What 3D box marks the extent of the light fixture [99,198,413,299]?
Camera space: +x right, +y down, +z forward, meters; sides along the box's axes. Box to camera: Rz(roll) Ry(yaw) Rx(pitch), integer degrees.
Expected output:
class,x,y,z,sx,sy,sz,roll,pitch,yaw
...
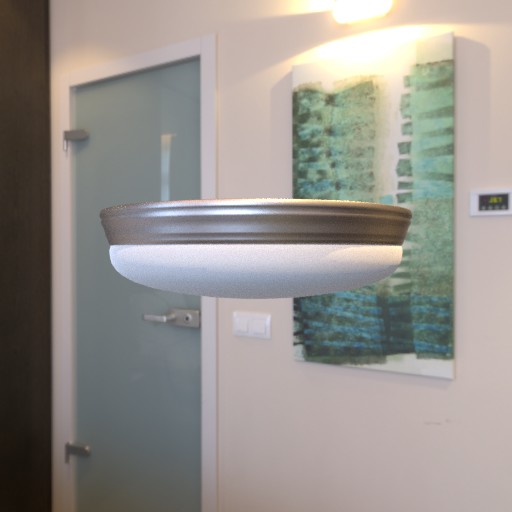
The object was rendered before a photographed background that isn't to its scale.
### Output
class,x,y,z,sx,sy,sz,roll,pitch,yaw
light fixture,0.000,0.000,0.552,0.368,0.100,0.368,0,1,0
